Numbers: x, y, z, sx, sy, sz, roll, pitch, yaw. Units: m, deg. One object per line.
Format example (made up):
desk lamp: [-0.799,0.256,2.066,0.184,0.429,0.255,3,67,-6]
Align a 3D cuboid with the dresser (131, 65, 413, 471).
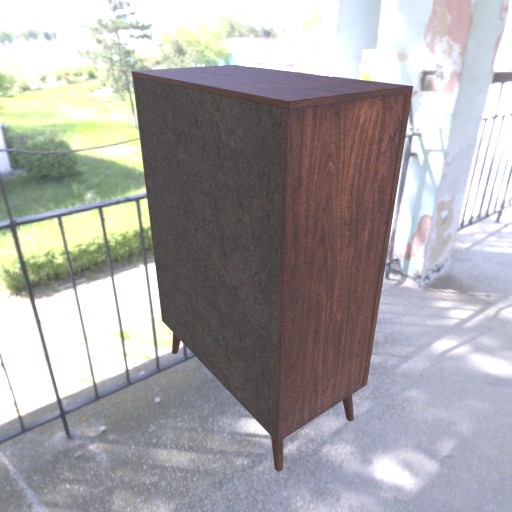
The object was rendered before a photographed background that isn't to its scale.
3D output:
dresser: [0.000,0.000,1.816,0.498,1.365,0.919,-19,33,-32]
